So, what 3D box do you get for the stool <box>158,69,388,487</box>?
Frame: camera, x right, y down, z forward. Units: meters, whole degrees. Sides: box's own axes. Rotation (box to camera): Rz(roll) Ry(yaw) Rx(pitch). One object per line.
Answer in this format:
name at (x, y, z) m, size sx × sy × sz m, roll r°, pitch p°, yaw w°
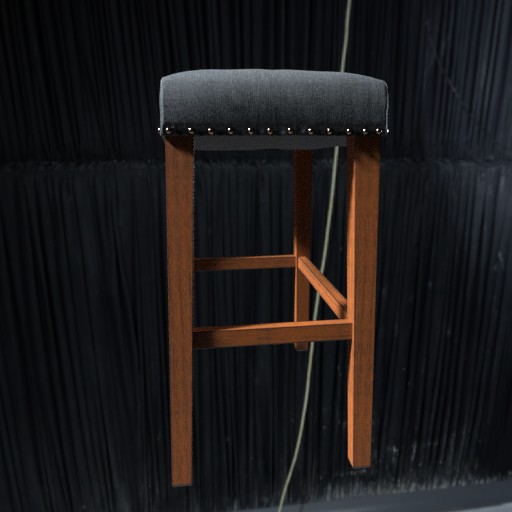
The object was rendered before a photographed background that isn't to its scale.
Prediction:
stool at (0.000, 0.000, 0.834) m, size 0.320 × 0.612 × 0.439 m, roll -2°, pitch 15°, yaw -7°
